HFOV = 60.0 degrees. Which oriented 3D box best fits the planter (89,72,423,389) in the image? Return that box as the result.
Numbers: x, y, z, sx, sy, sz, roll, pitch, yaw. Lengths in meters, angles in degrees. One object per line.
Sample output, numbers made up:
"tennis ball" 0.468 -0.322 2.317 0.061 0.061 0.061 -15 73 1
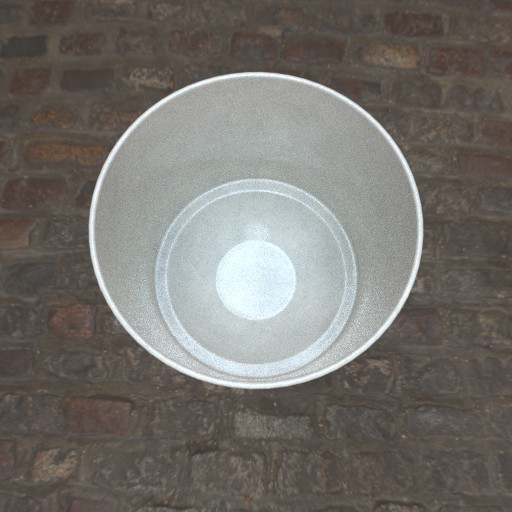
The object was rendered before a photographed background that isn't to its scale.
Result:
"planter" 0.000 0.000 0.446 0.250 0.239 0.250 0 75 0
